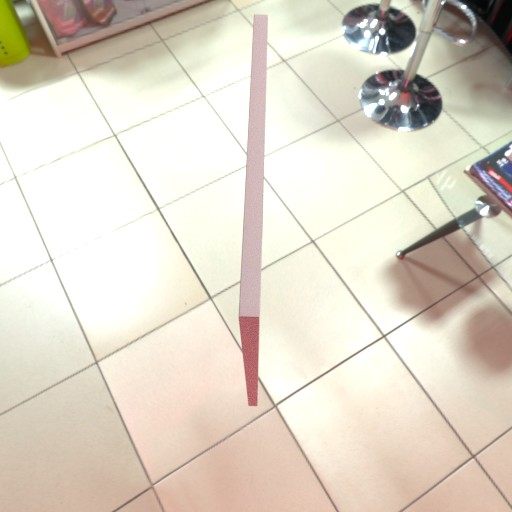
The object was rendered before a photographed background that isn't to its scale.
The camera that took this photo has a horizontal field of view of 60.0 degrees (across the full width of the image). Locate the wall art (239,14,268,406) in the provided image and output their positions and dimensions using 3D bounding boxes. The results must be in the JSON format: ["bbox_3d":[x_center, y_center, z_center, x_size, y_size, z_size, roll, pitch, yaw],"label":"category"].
[{"bbox_3d":[0.000,0.000,0.607,0.015,0.477,0.332,2,64,1],"label":"wall art"}]
